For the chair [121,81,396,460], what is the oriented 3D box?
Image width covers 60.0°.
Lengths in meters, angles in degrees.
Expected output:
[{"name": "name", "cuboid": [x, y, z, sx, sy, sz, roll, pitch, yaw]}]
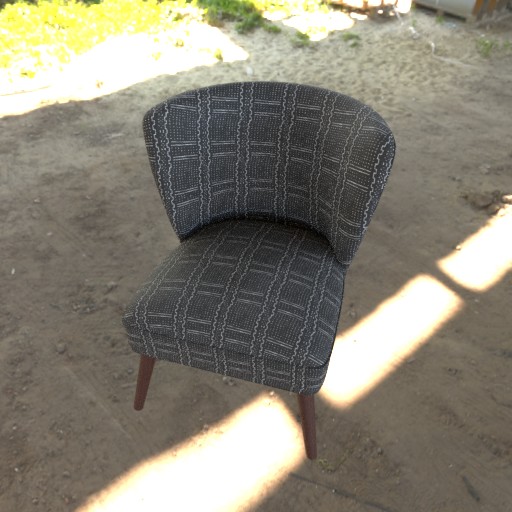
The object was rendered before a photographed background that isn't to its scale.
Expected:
[{"name": "chair", "cuboid": [0.000, 0.000, 1.403, 0.710, 0.866, 0.758, 10, 40, 13]}]
